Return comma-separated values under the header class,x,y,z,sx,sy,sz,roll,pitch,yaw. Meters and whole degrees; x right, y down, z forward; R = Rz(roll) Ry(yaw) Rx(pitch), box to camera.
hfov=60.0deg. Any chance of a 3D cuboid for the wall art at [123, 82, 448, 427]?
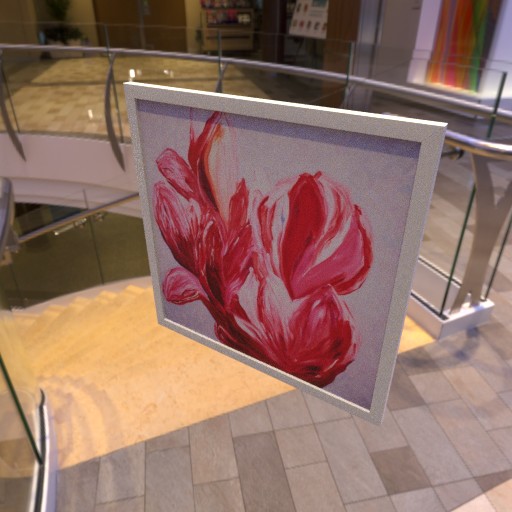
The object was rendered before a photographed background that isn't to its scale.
class,x,y,z,sx,sy,sz,roll,pitch,yaw
wall art,0.000,0.000,0.974,0.664,0.661,0.020,18,35,28
